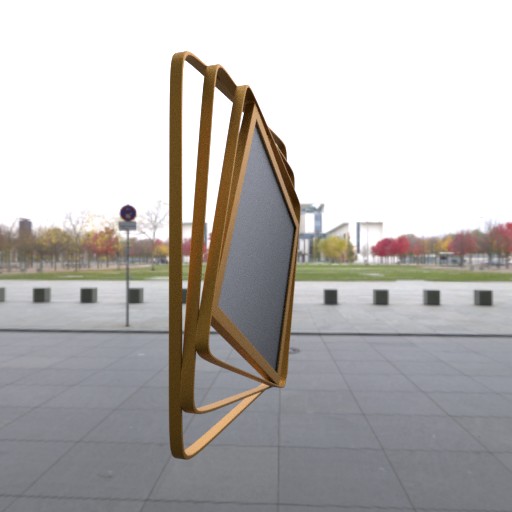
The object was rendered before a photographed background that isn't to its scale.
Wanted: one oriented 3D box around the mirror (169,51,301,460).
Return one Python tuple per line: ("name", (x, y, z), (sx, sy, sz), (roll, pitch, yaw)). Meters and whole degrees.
("mirror", (0.000, 0.000, 0.694), (0.045, 0.468, 0.470), (0, 0, 18))
